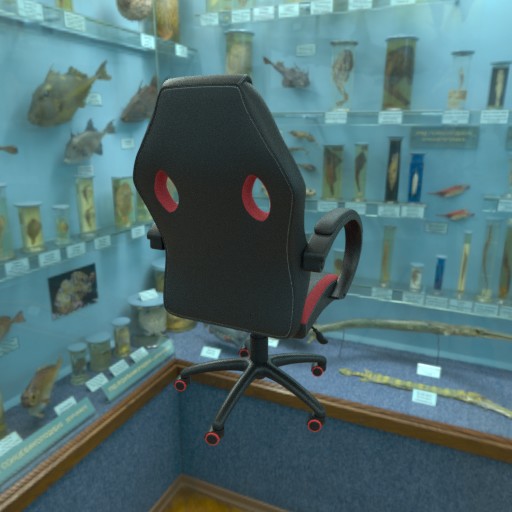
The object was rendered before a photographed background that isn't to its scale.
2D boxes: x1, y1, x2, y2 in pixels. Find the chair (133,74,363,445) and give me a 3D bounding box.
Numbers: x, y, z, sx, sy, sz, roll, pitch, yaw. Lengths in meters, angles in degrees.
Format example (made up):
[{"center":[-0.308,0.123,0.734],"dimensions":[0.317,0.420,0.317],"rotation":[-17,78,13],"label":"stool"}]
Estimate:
[{"center":[0.000,0.000,1.645],"dimensions":[0.673,1.187,0.724],"rotation":[8,18,25],"label":"chair"}]
